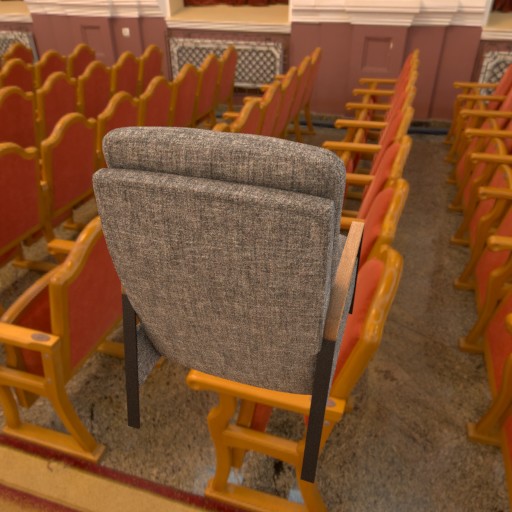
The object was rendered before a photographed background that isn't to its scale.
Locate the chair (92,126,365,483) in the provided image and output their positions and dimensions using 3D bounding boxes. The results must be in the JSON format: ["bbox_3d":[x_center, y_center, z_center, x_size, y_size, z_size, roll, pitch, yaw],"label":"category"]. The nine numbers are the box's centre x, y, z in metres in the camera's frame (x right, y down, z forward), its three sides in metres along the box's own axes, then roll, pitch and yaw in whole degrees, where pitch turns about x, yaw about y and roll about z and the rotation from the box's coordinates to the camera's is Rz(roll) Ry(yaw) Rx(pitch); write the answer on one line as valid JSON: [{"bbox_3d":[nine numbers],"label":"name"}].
[{"bbox_3d":[0.000,0.000,1.547,0.671,1.042,0.868,10,34,15],"label":"chair"}]
